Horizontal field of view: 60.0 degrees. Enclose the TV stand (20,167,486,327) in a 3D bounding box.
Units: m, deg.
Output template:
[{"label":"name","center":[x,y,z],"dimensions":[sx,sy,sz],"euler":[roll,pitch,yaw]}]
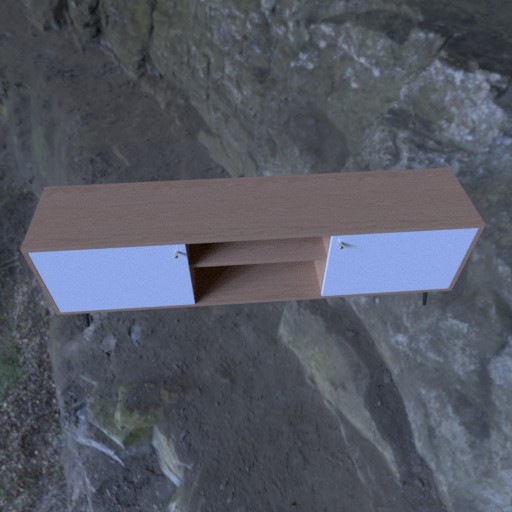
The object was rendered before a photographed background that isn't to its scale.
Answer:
[{"label":"TV stand","center":[0.000,0.000,2.000],"dimensions":[1.760,0.580,0.400],"euler":[-3,47,-3]}]
